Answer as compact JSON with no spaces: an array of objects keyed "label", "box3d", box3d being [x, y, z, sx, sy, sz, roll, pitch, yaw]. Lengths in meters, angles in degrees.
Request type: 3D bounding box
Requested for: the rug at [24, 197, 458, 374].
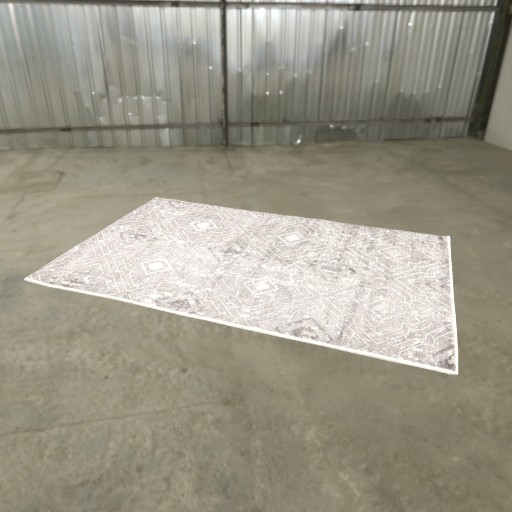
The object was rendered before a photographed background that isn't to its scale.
[{"label":"rug","box3d":[0.000,0.000,2.952,2.447,0.036,1.537,9,29,18]}]
